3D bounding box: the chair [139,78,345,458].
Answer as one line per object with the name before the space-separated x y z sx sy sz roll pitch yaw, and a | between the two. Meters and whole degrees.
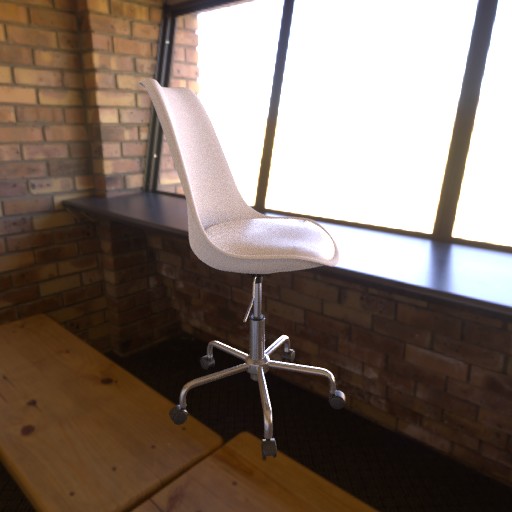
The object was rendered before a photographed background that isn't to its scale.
chair | 0.000 0.000 1.266 0.550 0.930 0.550 3 16 10
